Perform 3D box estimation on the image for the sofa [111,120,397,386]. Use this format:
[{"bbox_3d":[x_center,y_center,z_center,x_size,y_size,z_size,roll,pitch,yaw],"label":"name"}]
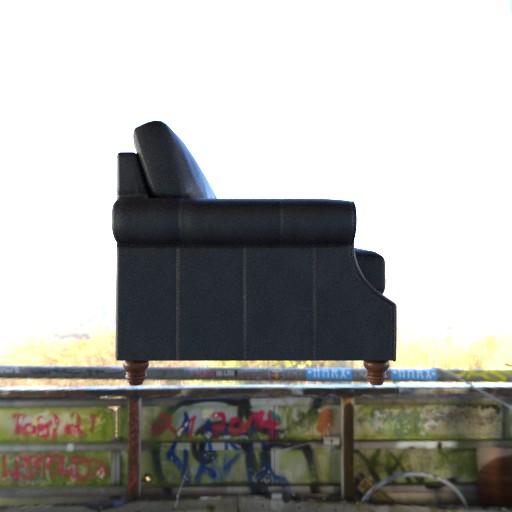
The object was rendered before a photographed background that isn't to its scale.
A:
[{"bbox_3d":[0.000,0.000,2.349,1.030,0.979,1.663,0,-1,0],"label":"sofa"}]
